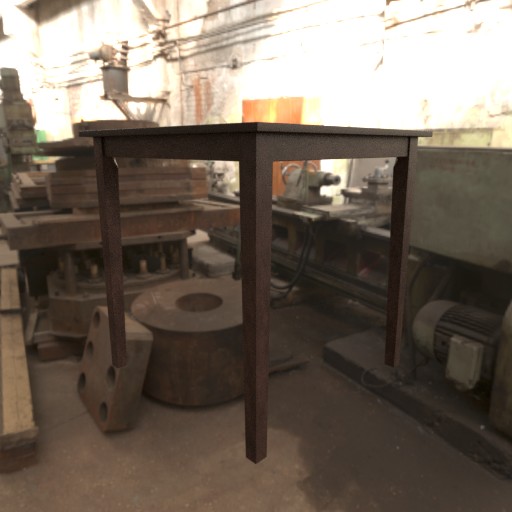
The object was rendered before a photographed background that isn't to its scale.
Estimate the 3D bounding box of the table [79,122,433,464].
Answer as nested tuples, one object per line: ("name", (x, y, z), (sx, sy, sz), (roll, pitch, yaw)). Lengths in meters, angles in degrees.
("table", (0.000, 0.000, 1.417), (0.749, 0.770, 0.749), (13, 19, 43))
